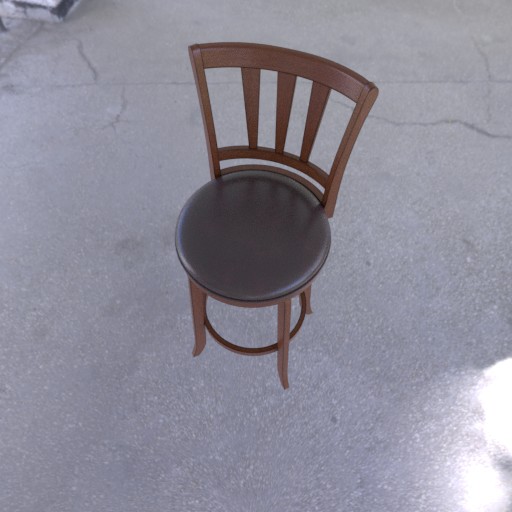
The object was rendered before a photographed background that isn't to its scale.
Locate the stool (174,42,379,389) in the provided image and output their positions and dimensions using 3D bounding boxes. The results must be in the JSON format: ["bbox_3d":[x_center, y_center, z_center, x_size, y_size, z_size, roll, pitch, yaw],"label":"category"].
[{"bbox_3d":[0.000,0.000,1.434,0.464,1.177,0.503,17,60,10],"label":"stool"}]
